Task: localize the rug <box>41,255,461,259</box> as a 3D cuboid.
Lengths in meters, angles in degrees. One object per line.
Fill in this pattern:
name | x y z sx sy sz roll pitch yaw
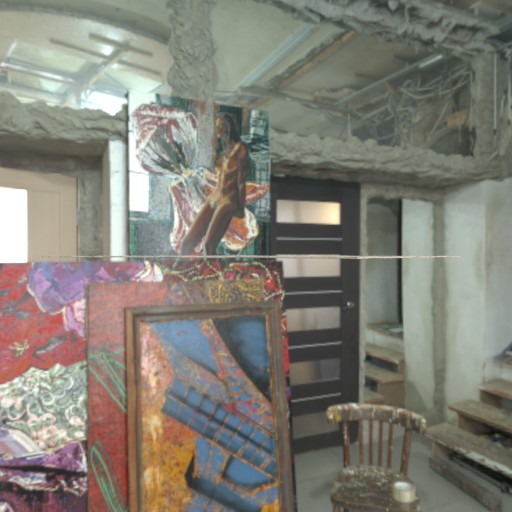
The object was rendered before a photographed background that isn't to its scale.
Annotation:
rug | 0.000 0.000 4.106 3.061 0.022 2.468 0 0 36
